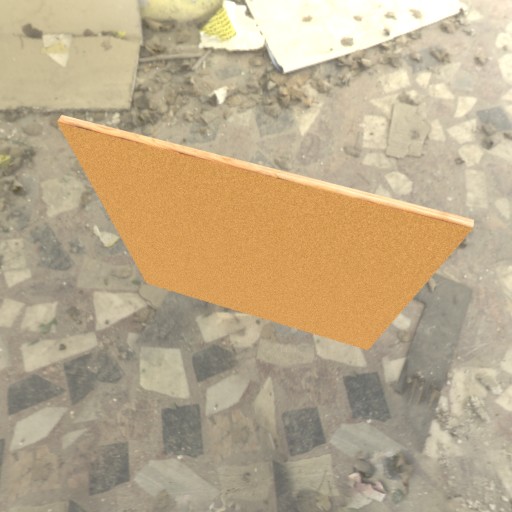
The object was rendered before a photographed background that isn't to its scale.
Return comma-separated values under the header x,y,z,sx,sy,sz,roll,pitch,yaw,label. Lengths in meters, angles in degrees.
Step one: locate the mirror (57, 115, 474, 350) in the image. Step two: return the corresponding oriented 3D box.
x,y,z,sx,sy,sz,roll,pitch,yaw,label
0.000,0.000,1.190,0.804,0.804,0.061,16,64,8,mirror
